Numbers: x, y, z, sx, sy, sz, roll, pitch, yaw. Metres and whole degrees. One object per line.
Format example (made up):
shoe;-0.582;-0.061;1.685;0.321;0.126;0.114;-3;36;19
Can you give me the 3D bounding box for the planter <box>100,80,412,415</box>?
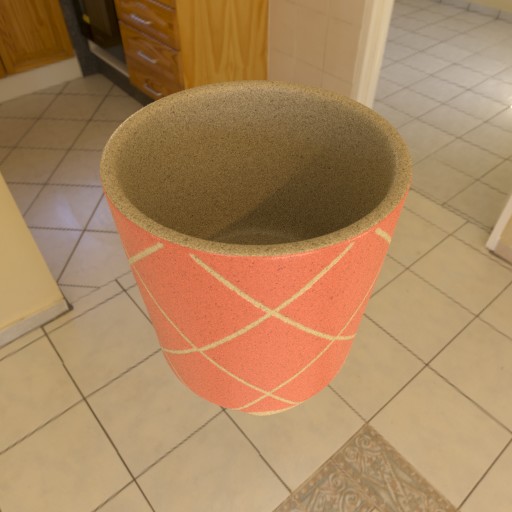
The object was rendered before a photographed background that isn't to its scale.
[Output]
planter;0.000;0.000;0.414;0.227;0.235;0.227;0;46;0
